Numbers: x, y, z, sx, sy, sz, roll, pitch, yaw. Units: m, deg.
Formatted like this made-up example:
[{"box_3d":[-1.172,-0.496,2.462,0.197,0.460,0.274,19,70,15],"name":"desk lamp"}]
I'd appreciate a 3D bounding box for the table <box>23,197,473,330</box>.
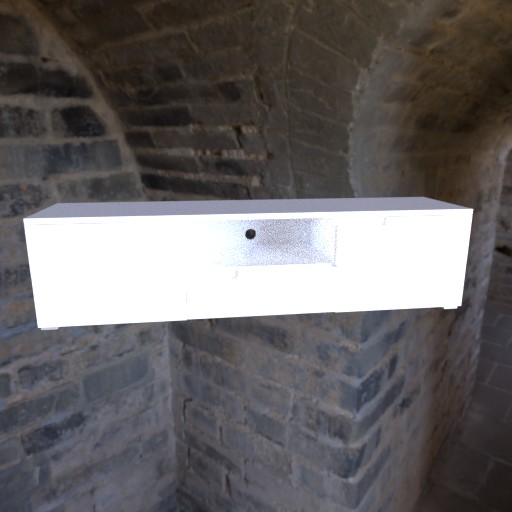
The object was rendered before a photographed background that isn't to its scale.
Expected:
[{"box_3d":[0.000,0.000,1.854,1.650,0.420,0.390,-2,15,-7],"name":"table"}]
